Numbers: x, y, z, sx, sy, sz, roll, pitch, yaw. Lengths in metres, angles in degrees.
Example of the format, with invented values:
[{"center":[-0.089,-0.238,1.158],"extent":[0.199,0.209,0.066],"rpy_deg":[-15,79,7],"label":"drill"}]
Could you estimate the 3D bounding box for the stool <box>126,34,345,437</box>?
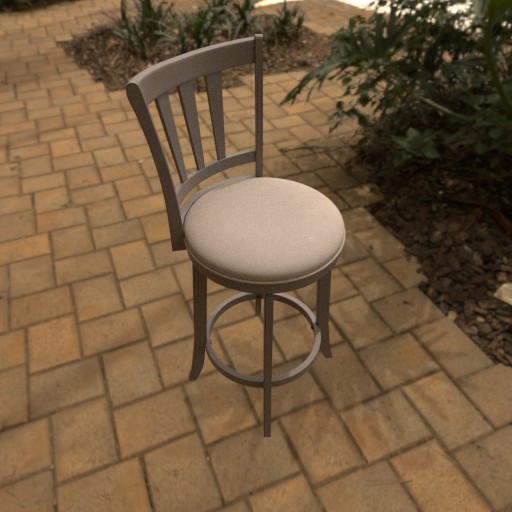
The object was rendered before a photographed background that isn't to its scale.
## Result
[{"center":[0.000,0.000,1.249],"extent":[0.475,1.023,0.436],"rpy_deg":[27,48,28],"label":"stool"}]
